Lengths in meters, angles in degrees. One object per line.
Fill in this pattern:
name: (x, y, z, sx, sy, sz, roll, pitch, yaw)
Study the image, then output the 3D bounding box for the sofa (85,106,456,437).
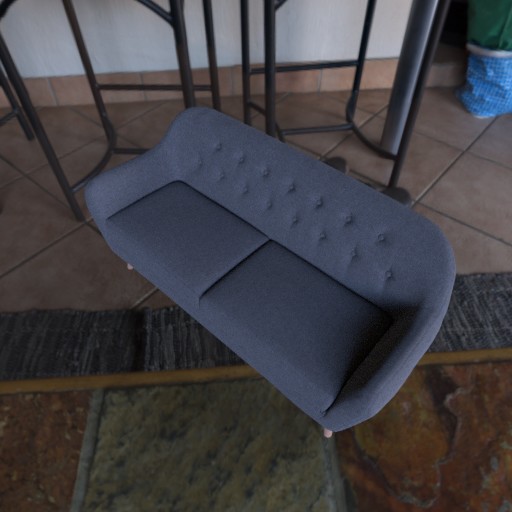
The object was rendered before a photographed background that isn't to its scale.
sofa: (0.000, 0.000, 2.264, 1.840, 0.820, 0.820, 34, 56, 27)
